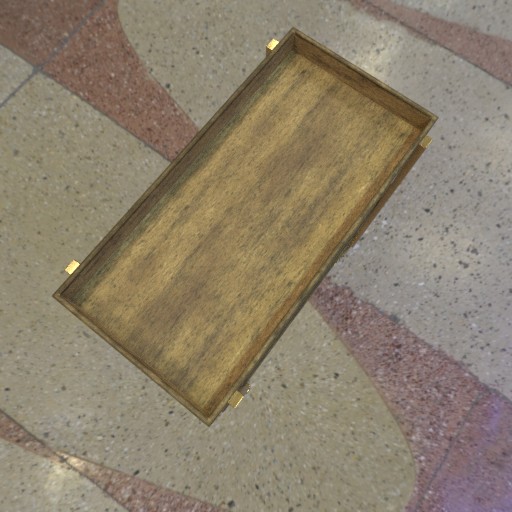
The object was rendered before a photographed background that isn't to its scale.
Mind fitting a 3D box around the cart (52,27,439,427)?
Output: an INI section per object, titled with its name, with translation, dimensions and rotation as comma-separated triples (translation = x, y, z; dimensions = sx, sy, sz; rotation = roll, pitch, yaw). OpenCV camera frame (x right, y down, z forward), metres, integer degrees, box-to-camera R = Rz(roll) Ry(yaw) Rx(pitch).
[cart]
translation = 0.000, 0.000, 1.243
dimensions = 0.416, 0.799, 0.750
rotation = 36, 78, 9
